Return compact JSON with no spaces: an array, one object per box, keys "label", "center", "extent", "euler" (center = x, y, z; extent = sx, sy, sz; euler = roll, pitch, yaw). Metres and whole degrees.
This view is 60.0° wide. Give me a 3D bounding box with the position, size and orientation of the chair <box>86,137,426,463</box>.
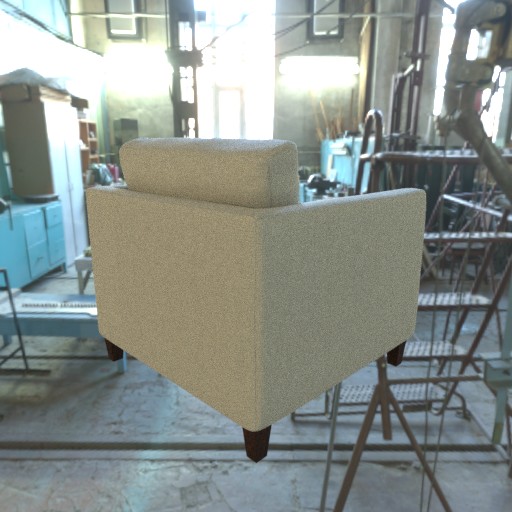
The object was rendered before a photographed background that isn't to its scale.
[{"label":"chair","center":[0.000,0.000,1.772],"extent":[0.959,0.919,0.996],"euler":[-14,20,-43]}]
